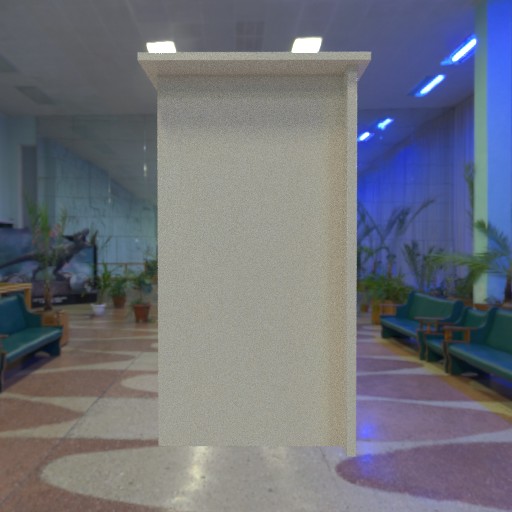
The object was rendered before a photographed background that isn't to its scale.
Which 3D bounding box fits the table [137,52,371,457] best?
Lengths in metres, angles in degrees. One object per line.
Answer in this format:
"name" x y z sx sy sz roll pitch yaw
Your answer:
"table" 0.000 0.000 1.063 0.406 0.711 0.589 0 1 0
